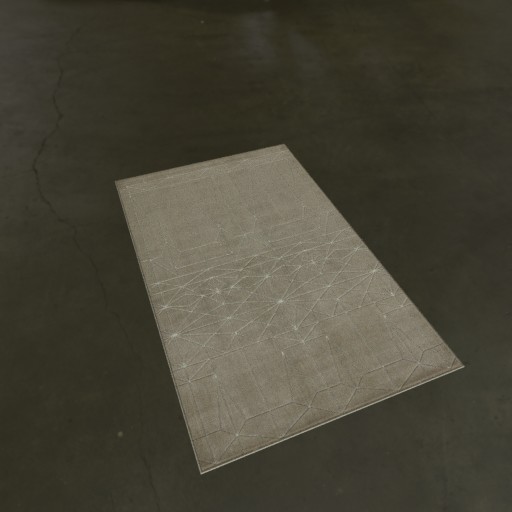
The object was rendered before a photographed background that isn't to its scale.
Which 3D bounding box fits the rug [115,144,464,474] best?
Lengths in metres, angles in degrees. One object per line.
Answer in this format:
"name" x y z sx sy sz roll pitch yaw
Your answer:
"rug" 0.000 0.000 3.053 1.524 0.012 2.438 -16 48 -15
